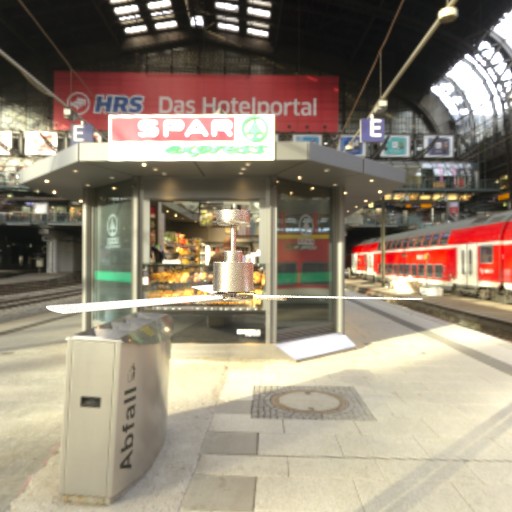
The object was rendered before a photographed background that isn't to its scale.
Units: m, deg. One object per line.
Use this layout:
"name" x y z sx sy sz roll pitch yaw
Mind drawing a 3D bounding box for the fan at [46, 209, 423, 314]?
"fan" 0.000 0.000 2.312 1.531 0.446 1.561 0 -1 0
